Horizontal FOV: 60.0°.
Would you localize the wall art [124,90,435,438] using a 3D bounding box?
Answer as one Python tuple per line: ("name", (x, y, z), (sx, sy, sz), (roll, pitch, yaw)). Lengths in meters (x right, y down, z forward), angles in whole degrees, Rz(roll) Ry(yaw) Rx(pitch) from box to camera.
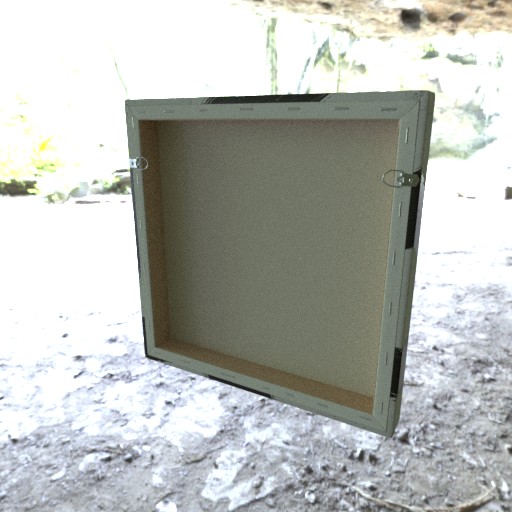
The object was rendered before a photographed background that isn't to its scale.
("wall art", (0.000, 0.000, 0.746), (0.507, 0.508, 0.050), (9, 19, 28))
